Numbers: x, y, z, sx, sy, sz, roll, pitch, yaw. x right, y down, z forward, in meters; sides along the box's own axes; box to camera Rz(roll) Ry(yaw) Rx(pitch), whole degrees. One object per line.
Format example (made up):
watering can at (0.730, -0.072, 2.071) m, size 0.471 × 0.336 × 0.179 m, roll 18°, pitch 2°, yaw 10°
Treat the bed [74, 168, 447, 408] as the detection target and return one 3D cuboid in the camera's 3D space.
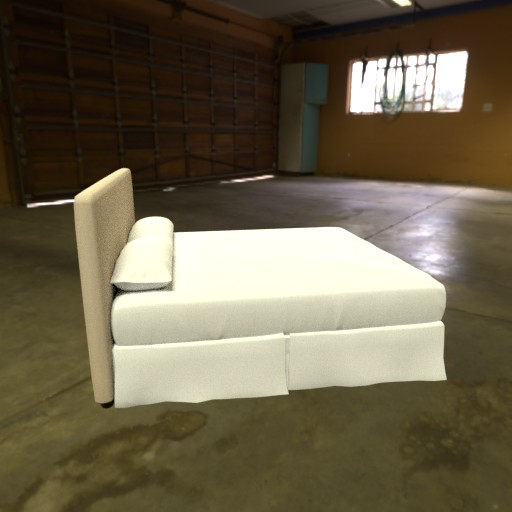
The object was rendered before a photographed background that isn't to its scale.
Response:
bed at (0.000, 0.000, 3.620) m, size 2.319 × 1.317 × 2.119 m, roll -3°, pitch 15°, yaw -10°
